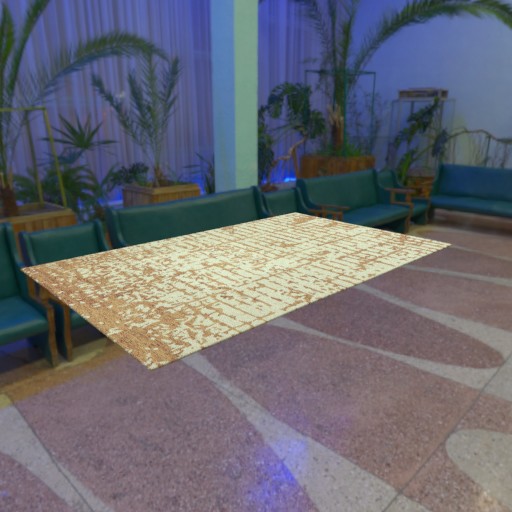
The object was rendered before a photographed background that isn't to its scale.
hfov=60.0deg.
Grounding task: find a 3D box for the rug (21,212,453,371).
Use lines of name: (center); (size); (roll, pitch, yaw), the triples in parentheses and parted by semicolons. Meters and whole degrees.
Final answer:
rug: (0.000, 0.000, 2.910); (2.435, 0.011, 1.517); (-15, 23, -41)
